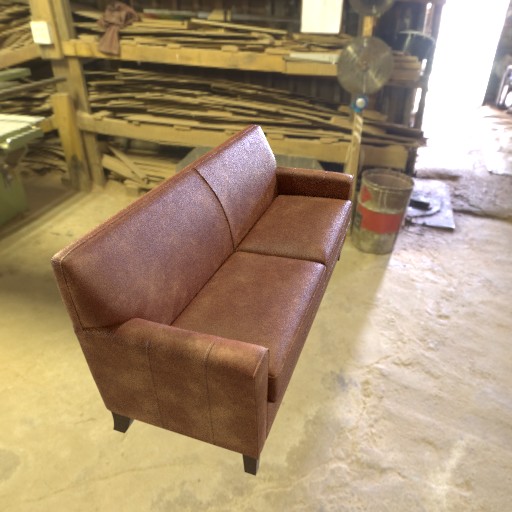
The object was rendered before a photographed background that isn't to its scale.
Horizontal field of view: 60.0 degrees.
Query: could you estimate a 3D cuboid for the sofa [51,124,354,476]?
[{"bbox_3d":[0.000,0.000,2.481,0.805,0.947,2.053,10,32,17],"label":"sofa"}]
